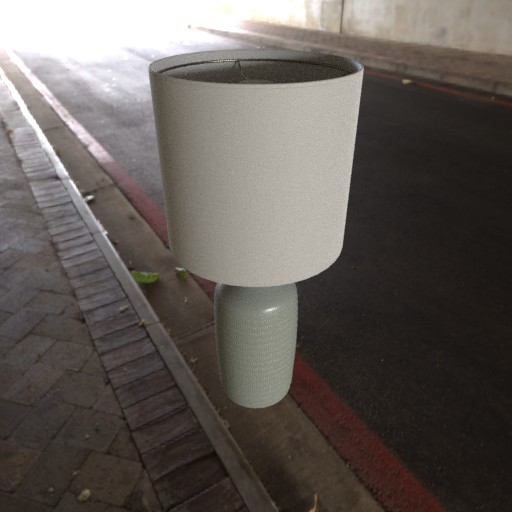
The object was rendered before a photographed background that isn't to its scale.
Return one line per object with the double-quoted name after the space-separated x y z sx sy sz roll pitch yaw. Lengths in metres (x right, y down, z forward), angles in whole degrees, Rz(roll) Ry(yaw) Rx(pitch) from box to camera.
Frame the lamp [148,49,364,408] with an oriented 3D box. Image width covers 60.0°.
0.000 0.000 0.589 0.220 0.475 0.220 1 32 1 "lamp"
